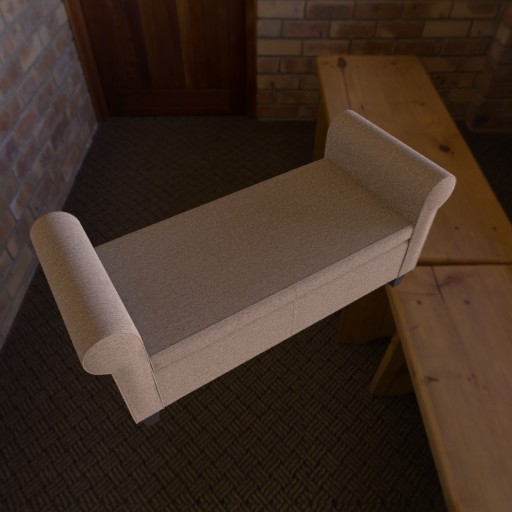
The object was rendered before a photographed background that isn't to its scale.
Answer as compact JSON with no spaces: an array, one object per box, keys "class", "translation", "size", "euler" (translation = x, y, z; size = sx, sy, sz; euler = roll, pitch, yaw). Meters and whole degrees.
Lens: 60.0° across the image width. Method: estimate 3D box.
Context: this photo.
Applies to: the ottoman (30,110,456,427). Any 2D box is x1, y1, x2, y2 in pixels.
[{"class":"ottoman","translation":[0.000,0.000,1.541],"size":[1.256,0.547,0.521],"euler":[-25,51,-22]}]
